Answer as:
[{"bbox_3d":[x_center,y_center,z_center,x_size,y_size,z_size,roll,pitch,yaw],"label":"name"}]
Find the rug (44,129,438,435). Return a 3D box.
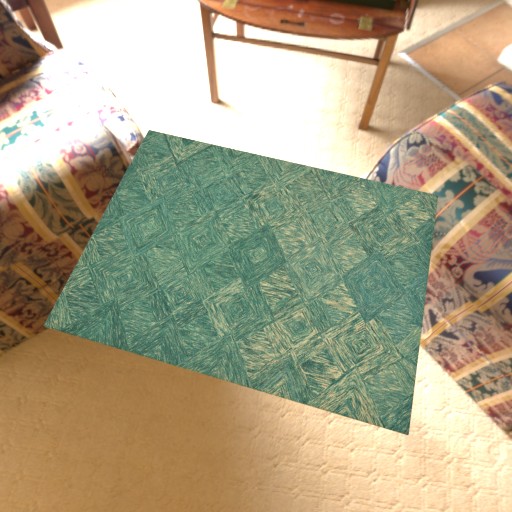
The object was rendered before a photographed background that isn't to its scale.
[{"bbox_3d":[0.000,0.000,4.253,3.217,0.027,2.405,14,63,7],"label":"rug"}]
